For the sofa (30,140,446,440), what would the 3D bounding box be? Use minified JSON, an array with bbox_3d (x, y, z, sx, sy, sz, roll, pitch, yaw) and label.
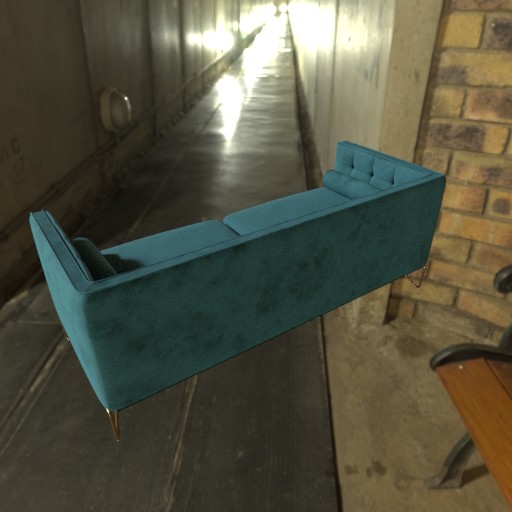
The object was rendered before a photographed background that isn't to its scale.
[{"bbox_3d":[0.000,0.000,2.500,2.087,0.789,0.867,-20,36,-29],"label":"sofa"}]
